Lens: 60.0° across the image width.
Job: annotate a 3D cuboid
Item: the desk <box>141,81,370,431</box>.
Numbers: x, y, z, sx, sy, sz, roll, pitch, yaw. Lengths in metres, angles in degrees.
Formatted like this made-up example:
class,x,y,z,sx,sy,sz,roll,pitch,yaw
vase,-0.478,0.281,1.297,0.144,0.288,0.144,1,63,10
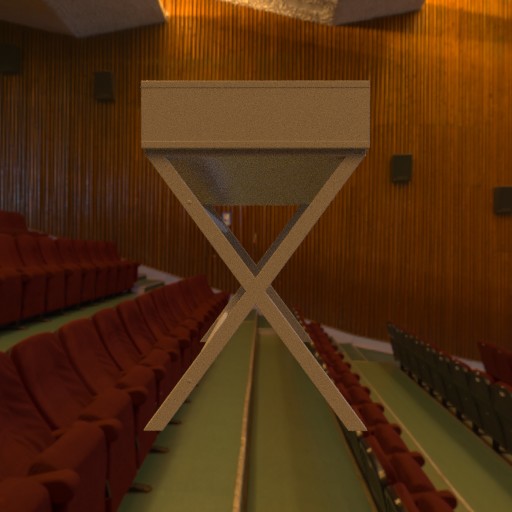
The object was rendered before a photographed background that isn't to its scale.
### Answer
class,x,y,z,sx,sy,sz,roll,pitch,yaw
desk,0.000,0.000,1.508,0.509,0.780,1.059,0,0,0
